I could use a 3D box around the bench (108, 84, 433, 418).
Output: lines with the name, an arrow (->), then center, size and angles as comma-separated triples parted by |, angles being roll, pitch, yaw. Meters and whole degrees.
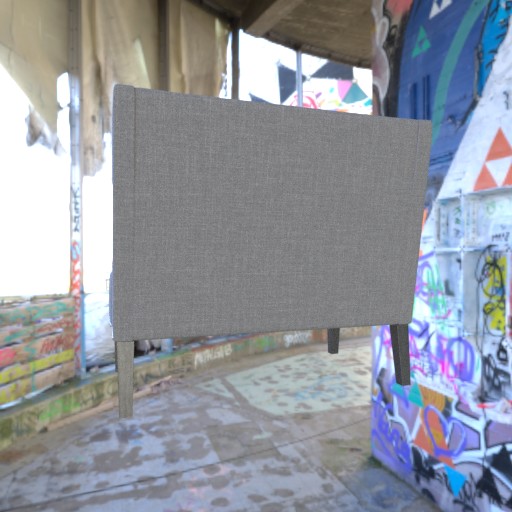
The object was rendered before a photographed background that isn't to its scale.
bench -> 0.000, 0.000, 2.022 | 1.276, 1.121, 0.842 | 0, 0, -19
